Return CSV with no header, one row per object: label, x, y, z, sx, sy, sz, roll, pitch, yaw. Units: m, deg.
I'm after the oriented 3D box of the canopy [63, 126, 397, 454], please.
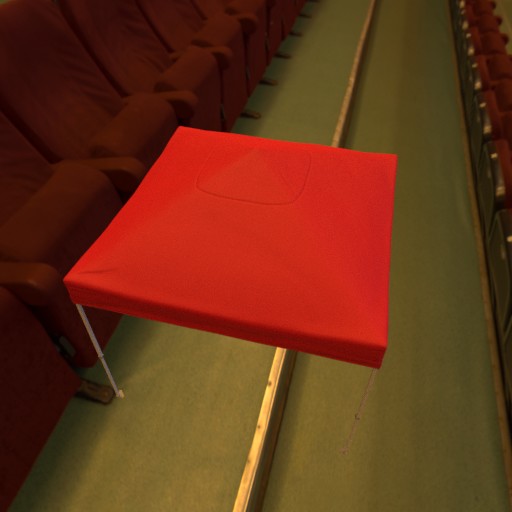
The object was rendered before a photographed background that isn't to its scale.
canopy,0.000,0.000,5.420,2.998,2.997,2.996,10,46,10
